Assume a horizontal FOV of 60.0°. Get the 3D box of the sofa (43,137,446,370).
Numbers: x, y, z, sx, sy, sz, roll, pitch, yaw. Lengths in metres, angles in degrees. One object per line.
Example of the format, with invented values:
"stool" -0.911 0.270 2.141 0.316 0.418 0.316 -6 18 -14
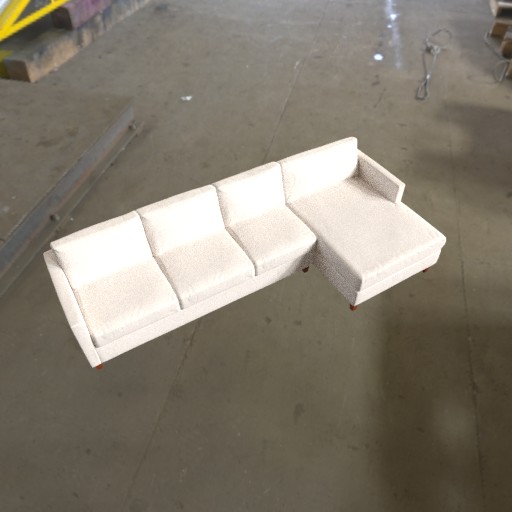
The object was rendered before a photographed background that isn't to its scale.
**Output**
"sofa" 0.000 0.000 4.240 3.471 0.954 1.606 -24 51 -21
